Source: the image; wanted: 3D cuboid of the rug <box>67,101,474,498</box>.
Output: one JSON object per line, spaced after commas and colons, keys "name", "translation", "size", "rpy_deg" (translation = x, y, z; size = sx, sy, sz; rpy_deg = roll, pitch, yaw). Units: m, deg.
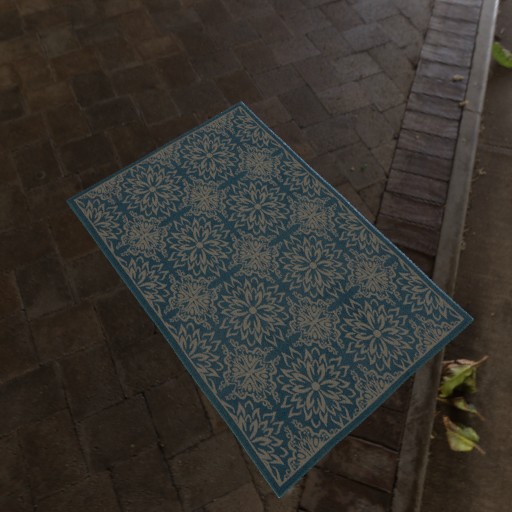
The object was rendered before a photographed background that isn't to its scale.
{"name": "rug", "translation": [0.000, 0.000, 2.279], "size": [1.211, 0.012, 1.833], "rpy_deg": [-35, 68, -17]}
